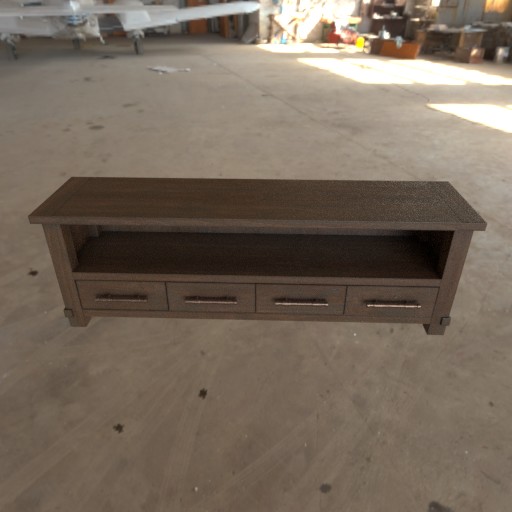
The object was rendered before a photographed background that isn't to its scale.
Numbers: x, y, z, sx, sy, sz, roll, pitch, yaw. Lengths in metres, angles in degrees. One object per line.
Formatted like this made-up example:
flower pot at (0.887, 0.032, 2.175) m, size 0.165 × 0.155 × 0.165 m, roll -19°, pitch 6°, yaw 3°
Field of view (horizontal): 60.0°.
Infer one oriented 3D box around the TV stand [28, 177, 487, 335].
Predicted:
TV stand at (0.000, 0.000, 2.148) m, size 1.866 × 0.615 × 0.471 m, roll 1°, pitch 31°, yaw 2°
